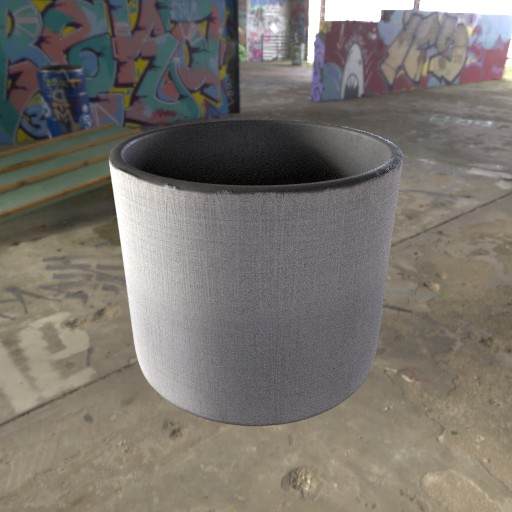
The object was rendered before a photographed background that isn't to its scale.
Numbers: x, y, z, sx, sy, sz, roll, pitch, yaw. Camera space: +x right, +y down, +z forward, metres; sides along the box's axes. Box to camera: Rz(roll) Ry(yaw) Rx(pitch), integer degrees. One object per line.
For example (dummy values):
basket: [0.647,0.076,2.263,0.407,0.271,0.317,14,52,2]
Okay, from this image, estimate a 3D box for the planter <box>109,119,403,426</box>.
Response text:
planter: [0.000,0.000,0.440,0.254,0.221,0.254,0,27,0]
